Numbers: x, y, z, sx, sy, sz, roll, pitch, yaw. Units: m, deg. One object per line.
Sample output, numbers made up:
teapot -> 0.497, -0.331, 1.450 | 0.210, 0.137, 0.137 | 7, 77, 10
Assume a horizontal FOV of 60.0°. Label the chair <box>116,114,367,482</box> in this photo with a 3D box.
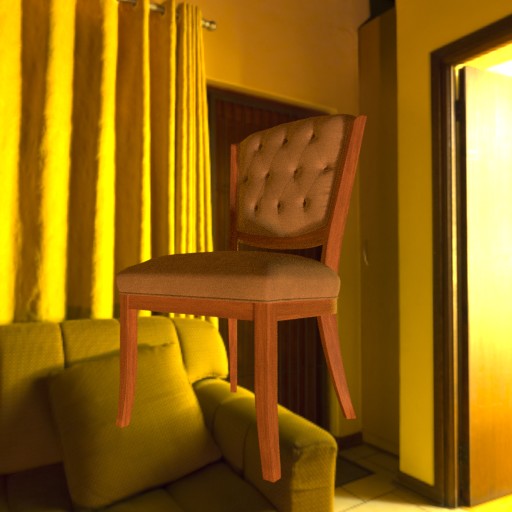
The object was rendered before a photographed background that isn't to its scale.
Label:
chair -> 0.000, 0.000, 1.257 | 0.513, 0.905, 0.584 | -1, -2, 37
